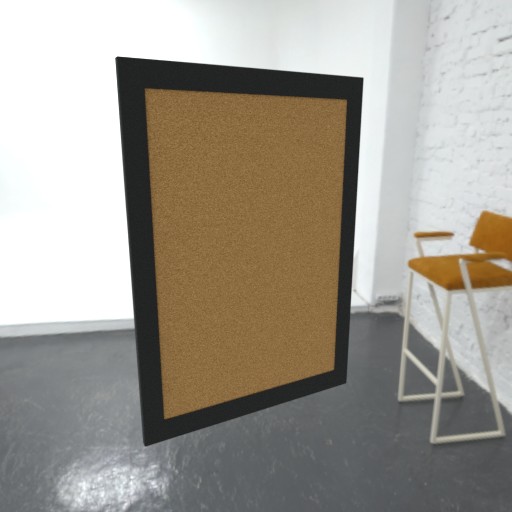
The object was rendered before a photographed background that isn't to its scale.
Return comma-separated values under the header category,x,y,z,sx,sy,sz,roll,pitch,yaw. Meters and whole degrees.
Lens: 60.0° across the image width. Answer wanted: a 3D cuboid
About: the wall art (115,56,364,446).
category,x,y,z,sx,sy,sz,roll,pitch,yaw
wall art,0.000,0.000,0.672,0.374,0.529,0.012,-8,16,-27
